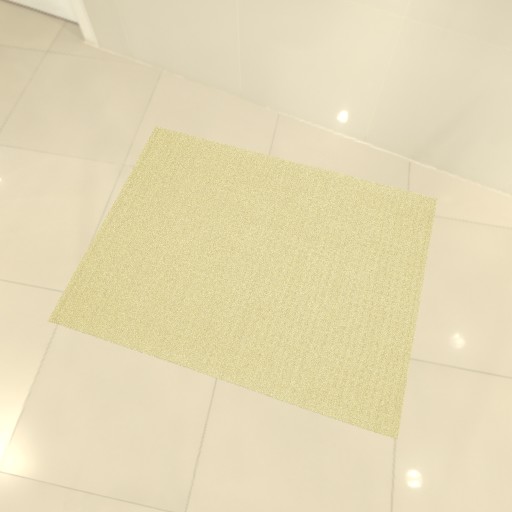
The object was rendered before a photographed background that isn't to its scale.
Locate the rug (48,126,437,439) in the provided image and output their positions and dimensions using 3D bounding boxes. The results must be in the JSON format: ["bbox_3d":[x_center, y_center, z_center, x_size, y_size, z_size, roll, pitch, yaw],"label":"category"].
[{"bbox_3d":[0.000,0.000,4.325,3.204,0.016,2.452,16,65,8],"label":"rug"}]
